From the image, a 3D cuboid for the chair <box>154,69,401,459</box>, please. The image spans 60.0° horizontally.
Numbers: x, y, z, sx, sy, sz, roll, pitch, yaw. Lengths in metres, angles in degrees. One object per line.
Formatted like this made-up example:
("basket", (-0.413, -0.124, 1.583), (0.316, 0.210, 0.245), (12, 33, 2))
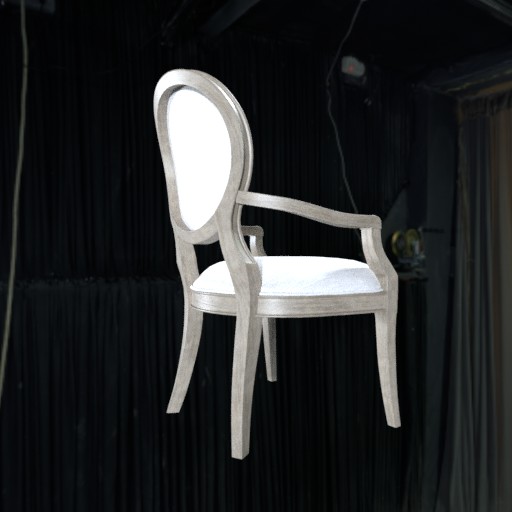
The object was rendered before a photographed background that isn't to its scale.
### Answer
("chair", (0.000, 0.000, 1.360), (0.602, 0.991, 0.611), (0, 0, -36))
